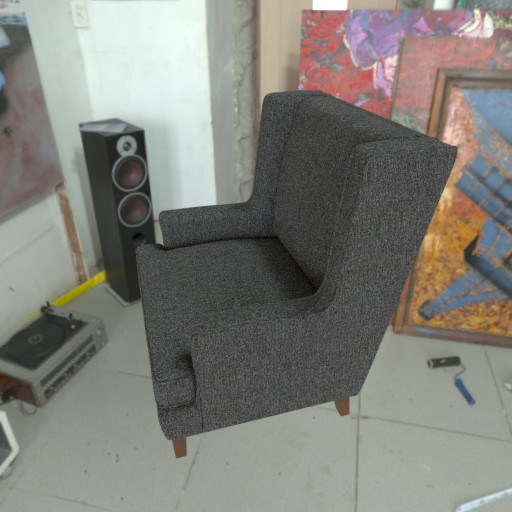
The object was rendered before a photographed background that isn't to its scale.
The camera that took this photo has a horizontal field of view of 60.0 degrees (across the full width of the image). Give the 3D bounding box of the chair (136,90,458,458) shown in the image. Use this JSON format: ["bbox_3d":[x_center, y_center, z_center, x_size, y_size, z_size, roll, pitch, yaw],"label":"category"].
[{"bbox_3d":[0.000,0.000,1.771,0.927,1.082,0.942,-8,31,-14],"label":"chair"}]
